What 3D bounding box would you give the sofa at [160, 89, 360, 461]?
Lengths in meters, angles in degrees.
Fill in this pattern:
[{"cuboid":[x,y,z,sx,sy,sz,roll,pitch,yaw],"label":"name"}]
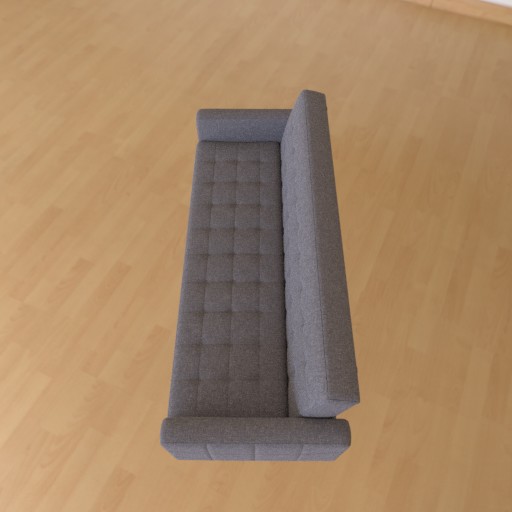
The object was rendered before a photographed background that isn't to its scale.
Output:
[{"cuboid":[0.000,0.000,2.468,0.810,0.850,2.040,0,58,0],"label":"sofa"}]
